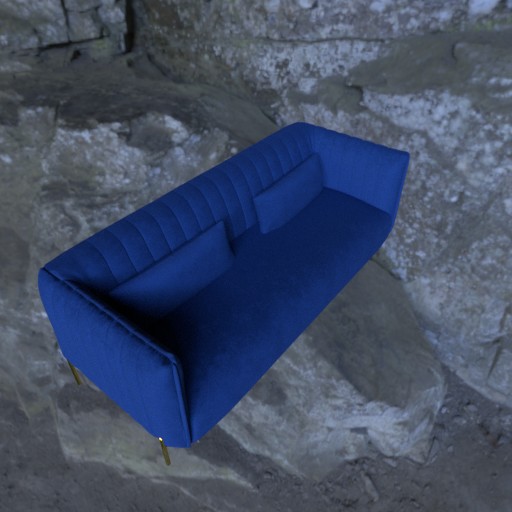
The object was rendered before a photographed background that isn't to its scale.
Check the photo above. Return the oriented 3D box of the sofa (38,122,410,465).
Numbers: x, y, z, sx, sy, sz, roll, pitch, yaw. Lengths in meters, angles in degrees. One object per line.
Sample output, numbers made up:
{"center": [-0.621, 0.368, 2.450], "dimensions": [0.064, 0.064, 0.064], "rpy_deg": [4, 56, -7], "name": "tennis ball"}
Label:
{"center": [0.000, 0.000, 2.565], "dimensions": [0.896, 0.793, 2.136], "rpy_deg": [27, 47, 28], "name": "sofa"}
